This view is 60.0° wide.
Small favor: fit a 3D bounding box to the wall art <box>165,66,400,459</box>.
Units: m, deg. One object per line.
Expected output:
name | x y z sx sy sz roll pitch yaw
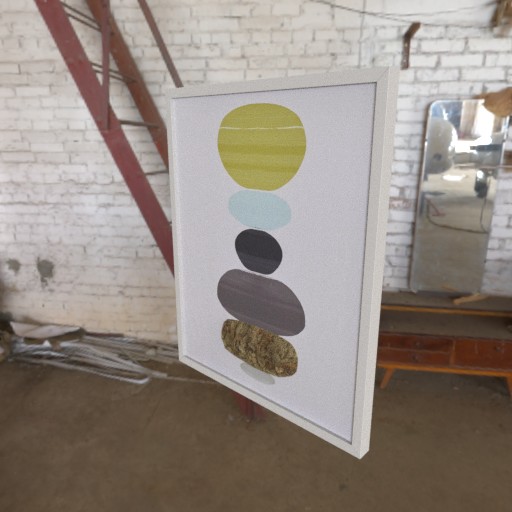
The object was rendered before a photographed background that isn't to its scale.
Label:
wall art | 0.000 0.000 1.031 0.611 0.763 0.055 14 21 41
